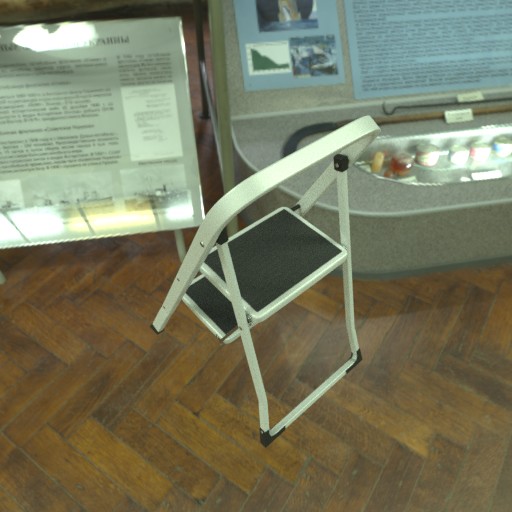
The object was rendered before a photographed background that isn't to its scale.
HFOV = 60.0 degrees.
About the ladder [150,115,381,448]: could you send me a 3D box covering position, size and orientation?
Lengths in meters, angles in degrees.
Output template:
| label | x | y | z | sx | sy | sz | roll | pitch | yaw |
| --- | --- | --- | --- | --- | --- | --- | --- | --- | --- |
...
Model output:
| label | x | y | z | sx | sy | sz | roll | pitch | yaw |
| --- | --- | --- | --- | --- | --- | --- | --- | --- | --- |
| ladder | 0.000 | 0.000 | 1.134 | 0.460 | 0.810 | 0.544 | -33 | 55 | -26 |
